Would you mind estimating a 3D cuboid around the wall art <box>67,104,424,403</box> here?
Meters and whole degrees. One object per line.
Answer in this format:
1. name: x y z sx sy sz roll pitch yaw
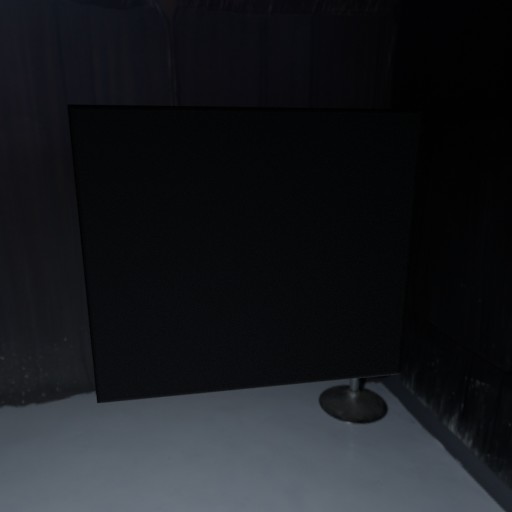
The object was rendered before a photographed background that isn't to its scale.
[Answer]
1. wall art: 0.000 0.000 0.520 0.380 0.330 0.028 -3 15 -10
